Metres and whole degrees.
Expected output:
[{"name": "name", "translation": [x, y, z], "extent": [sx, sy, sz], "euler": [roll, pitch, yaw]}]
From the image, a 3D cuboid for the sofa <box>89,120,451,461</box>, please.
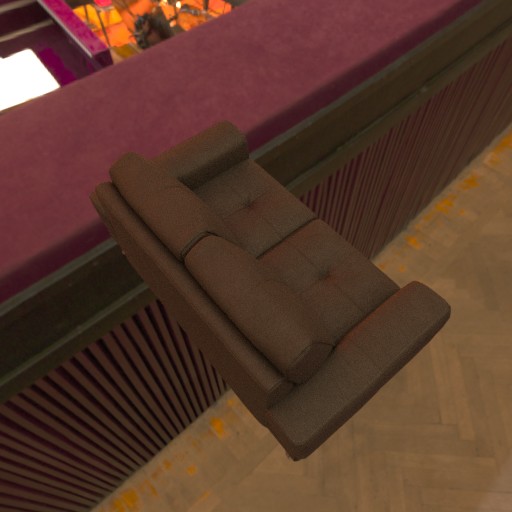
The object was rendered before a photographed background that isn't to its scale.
[{"name": "sofa", "translation": [0.000, 0.000, 2.372], "extent": [1.018, 0.907, 1.806], "euler": [-35, 63, -21]}]
